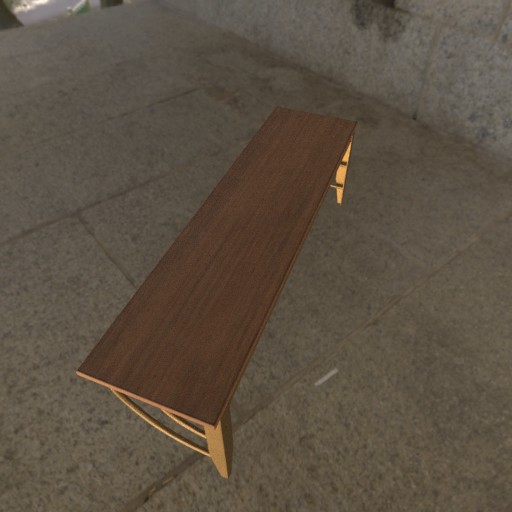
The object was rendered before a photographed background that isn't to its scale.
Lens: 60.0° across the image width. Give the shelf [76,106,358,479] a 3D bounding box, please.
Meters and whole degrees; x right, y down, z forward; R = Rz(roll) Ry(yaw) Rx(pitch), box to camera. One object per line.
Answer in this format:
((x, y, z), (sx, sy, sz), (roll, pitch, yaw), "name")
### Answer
((0.000, 0.000, 0.729), (0.166, 0.190, 0.636), (16, 48, 15), "shelf")
